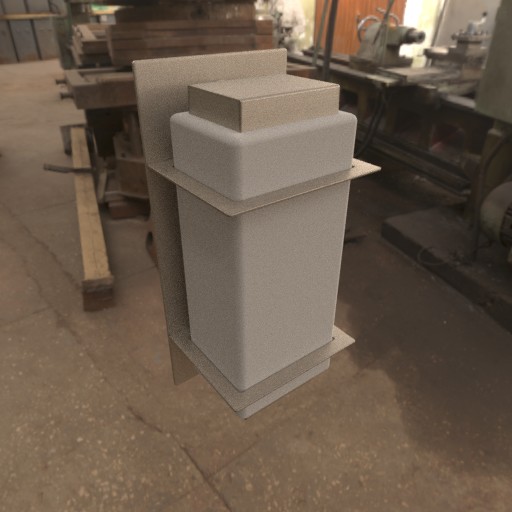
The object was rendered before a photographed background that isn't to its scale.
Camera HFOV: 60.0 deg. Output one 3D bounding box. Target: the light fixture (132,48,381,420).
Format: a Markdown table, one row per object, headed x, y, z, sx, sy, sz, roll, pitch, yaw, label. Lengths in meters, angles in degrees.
| x | y | z | sx | sy | sz | roll | pitch | yaw | label |
| --- | --- | --- | --- | --- | --- | --- | --- | --- | --- |
| 0.000 | 0.000 | 0.468 | 0.168 | 0.380 | 0.160 | -21 | 37 | -31 | light fixture |
